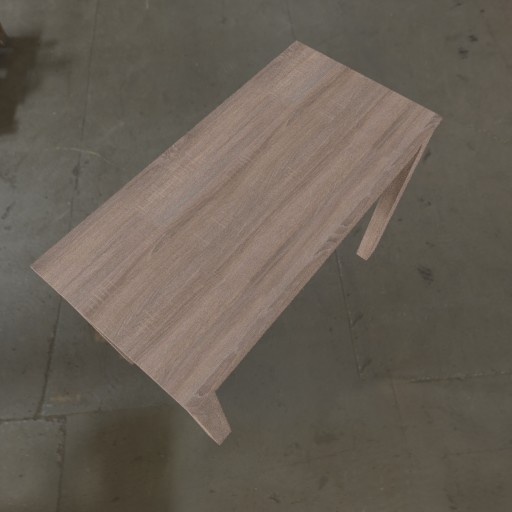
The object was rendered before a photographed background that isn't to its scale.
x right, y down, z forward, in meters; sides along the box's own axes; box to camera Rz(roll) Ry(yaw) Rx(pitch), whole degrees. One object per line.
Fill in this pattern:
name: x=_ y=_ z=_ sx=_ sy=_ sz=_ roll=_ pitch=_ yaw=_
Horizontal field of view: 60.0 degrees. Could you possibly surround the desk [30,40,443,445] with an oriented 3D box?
desk: x=0.000 y=0.000 z=1.432 sx=0.495 sy=0.762 sz=0.991 roll=36 pitch=68 yaw=17
